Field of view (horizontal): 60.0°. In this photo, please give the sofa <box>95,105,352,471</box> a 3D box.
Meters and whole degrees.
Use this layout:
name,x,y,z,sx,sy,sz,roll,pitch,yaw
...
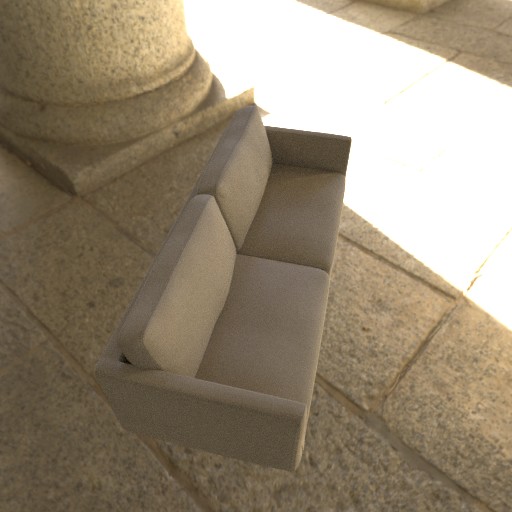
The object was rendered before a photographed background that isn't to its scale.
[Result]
name,x,y,z,sx,sy,sz,roll,pitch,yaw
sofa,0.000,0.000,2.717,0.948,0.932,2.181,10,47,9
